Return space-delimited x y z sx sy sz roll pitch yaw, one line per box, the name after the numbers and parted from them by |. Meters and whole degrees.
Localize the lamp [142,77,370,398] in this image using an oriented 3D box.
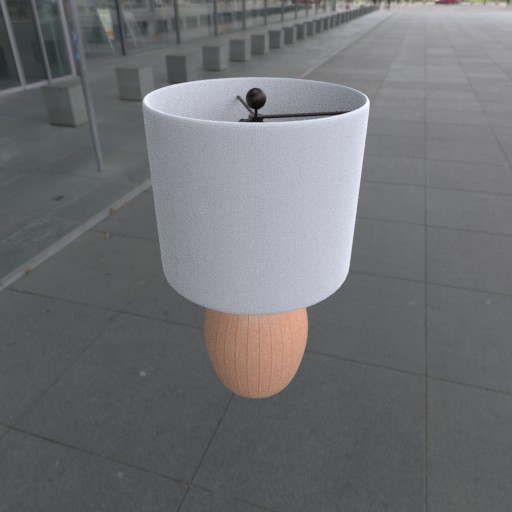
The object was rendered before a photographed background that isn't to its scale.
0.000 0.000 0.792 0.329 0.570 0.329 0 31 0 | lamp
